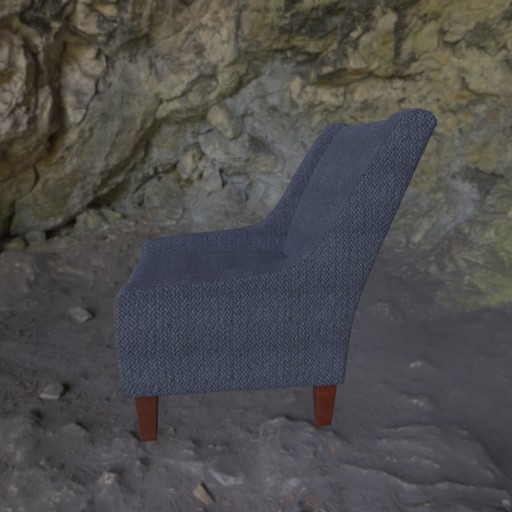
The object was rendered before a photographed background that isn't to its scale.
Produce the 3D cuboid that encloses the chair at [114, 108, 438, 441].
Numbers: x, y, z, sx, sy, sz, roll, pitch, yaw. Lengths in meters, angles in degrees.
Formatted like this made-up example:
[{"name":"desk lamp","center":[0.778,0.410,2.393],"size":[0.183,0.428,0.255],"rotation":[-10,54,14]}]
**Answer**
[{"name":"chair","center":[0.000,0.000,1.675],"size":[0.944,1.012,0.793],"rotation":[-2,14,-8]}]
